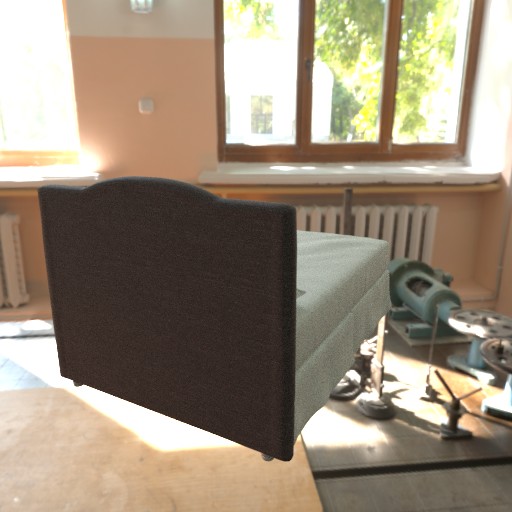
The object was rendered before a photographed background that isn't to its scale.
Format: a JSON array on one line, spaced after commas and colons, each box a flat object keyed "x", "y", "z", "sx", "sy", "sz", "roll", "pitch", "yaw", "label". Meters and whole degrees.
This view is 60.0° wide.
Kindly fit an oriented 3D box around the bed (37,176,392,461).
[{"x": 0.000, "y": 0.000, "z": 3.508, "sx": 1.741, "sy": 1.441, "sz": 2.507, "roll": 8, "pitch": 18, "yaw": 28, "label": "bed"}]
